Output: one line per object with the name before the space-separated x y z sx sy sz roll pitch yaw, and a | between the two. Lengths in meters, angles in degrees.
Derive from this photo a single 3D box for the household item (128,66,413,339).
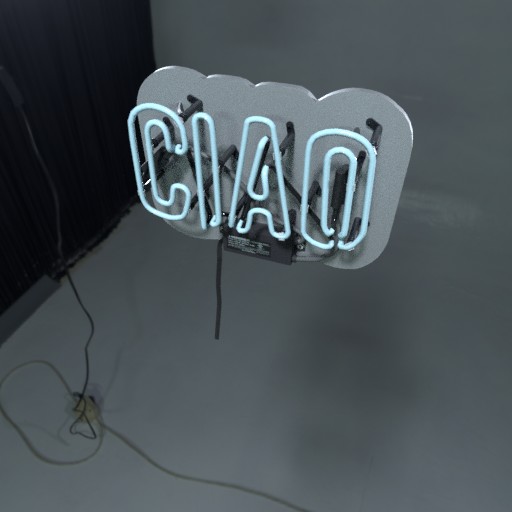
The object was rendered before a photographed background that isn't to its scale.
household item | 0.000 0.000 0.387 0.211 0.294 0.042 13 43 14
